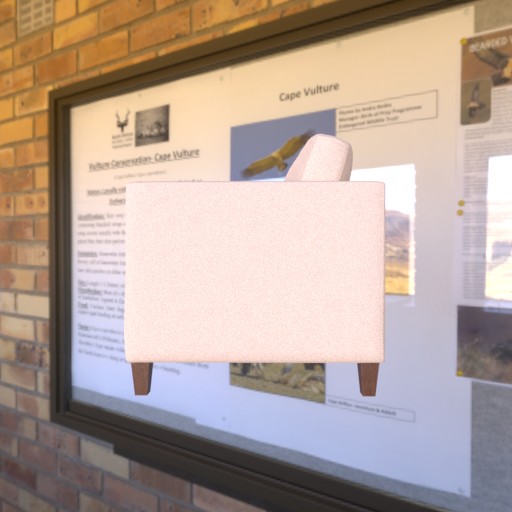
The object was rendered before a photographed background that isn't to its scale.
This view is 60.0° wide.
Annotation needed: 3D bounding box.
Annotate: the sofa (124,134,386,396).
[{"bbox_3d":[0.000,0.000,2.263,0.873,0.888,1.722,0,1,1],"label":"sofa"}]
